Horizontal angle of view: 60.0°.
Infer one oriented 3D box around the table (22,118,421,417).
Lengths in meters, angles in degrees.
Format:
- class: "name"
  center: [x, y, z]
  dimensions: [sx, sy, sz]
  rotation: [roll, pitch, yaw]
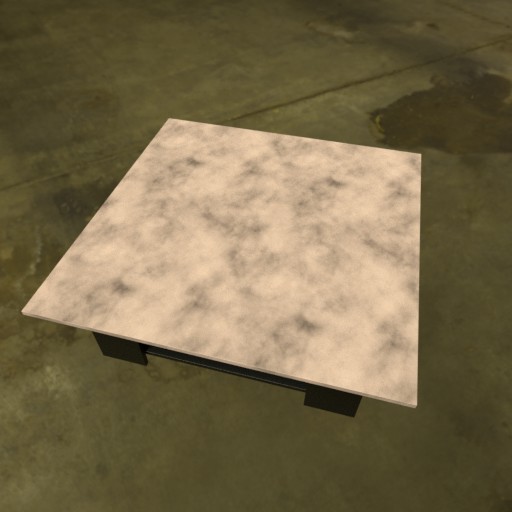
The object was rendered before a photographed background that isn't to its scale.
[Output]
- class: "table"
  center: [0.000, 0.000, 1.353]
  dimensions: [0.890, 0.305, 0.890]
  rotation: [11, 48, 10]
